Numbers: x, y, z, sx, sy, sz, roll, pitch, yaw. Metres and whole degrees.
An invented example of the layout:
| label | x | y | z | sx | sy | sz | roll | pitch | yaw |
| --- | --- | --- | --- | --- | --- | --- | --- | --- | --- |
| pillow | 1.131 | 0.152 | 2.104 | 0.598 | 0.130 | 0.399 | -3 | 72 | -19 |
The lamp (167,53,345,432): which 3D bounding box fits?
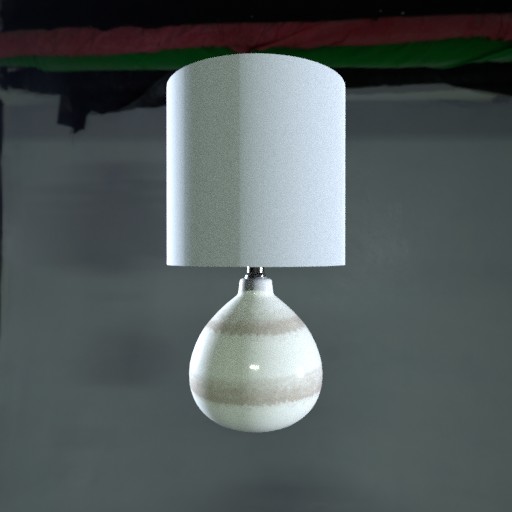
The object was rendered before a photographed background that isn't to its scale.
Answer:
| label | x | y | z | sx | sy | sz | roll | pitch | yaw |
| --- | --- | --- | --- | --- | --- | --- | --- | --- | --- |
| lamp | 0.000 | 0.000 | 0.549 | 0.217 | 0.404 | 0.217 | 0 | 0 | 0 |
